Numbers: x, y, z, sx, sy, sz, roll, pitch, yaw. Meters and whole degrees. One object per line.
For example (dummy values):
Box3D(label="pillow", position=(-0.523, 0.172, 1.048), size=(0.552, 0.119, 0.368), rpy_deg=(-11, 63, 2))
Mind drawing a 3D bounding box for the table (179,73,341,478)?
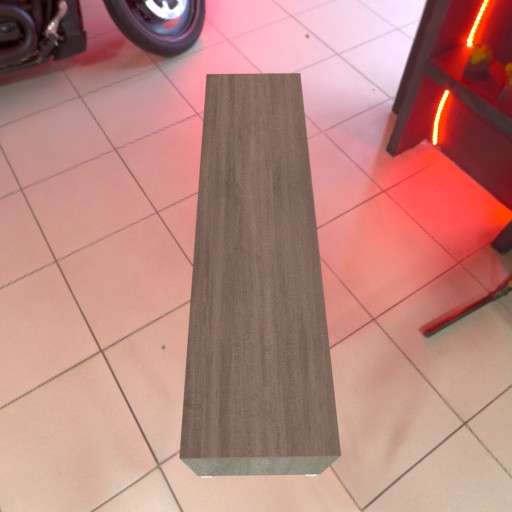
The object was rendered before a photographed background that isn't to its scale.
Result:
Box3D(label="table", position=(0.000, 0.000, 1.716), size=(0.400, 0.530, 1.500), rpy_deg=(-1, 58, 0))
